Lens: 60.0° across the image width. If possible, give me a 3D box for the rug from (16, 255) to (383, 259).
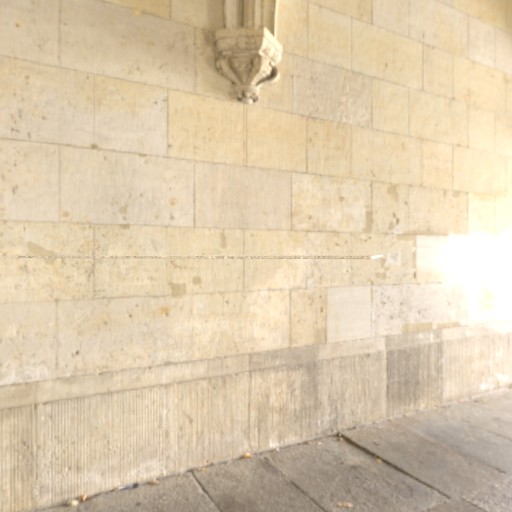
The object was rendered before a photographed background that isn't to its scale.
[{"bbox_3d":[0.000,0.000,2.256,1.211,0.007,1.827,0,0,17],"label":"rug"}]
